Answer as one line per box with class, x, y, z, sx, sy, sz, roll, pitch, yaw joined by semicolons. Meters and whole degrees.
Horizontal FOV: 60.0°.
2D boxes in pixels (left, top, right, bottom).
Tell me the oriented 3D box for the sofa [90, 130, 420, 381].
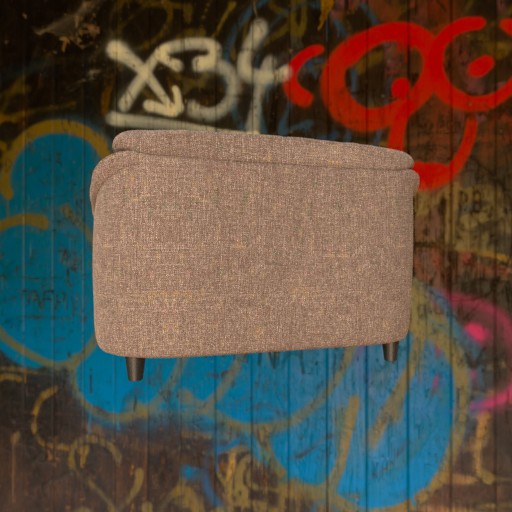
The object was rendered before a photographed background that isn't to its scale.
sofa;0.000;0.000;1.998;1.404;0.895;0.799;0;0;-17
